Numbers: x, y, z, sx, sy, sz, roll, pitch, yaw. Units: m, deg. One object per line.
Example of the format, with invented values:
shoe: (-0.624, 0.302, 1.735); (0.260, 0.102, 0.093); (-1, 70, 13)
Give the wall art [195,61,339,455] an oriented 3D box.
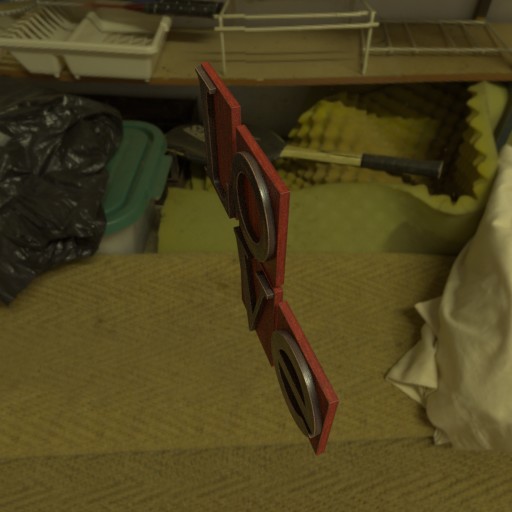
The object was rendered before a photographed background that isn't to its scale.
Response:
wall art: (0.000, 0.000, 0.855); (0.030, 0.497, 0.635); (-15, 47, -14)
